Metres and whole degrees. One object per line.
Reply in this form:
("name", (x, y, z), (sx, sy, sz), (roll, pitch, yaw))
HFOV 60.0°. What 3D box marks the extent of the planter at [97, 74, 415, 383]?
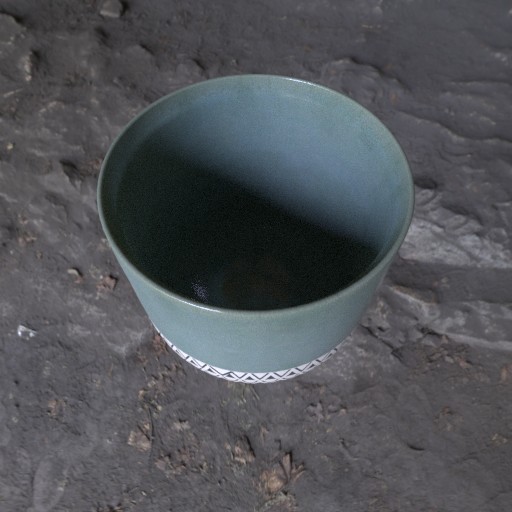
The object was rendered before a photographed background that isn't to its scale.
("planter", (0.000, 0.000, 0.489), (0.266, 0.270, 0.266), (0, 58, 0))
